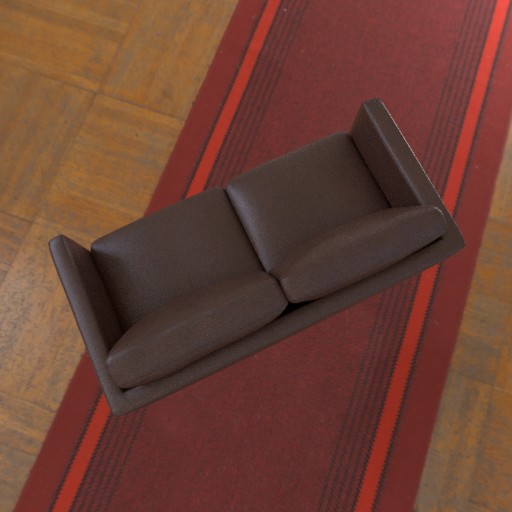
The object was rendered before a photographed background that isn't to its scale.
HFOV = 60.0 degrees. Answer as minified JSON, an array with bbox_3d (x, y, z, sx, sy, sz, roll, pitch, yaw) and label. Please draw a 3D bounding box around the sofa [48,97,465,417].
[{"bbox_3d":[0.000,0.000,2.454,1.883,0.933,0.951,-25,78,-5],"label":"sofa"}]
